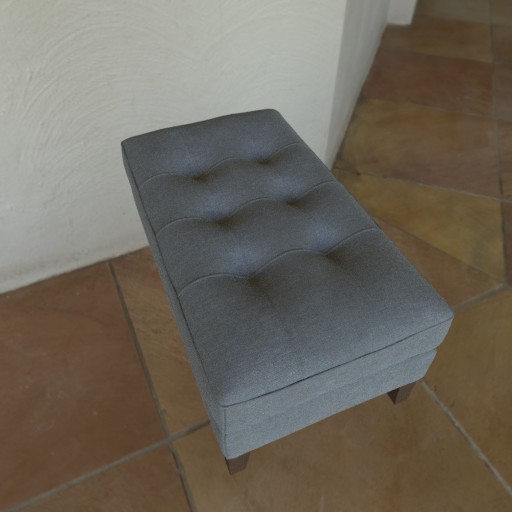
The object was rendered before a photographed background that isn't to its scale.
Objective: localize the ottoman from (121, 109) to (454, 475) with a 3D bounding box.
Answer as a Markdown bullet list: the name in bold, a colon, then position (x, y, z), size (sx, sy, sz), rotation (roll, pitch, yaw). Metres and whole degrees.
- **ottoman**: position (0.000, 0.000, 1.493), size (0.648, 0.514, 1.143), rotation (-17, 49, -15)
